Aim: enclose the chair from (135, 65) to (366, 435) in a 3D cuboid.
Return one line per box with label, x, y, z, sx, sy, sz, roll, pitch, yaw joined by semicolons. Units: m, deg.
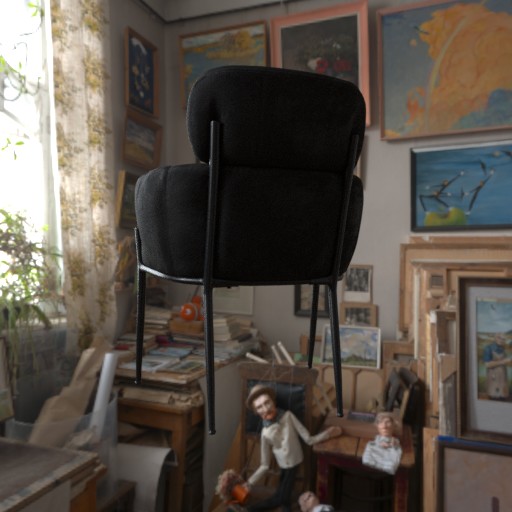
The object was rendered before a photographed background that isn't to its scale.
chair;0.000;0.000;1.244;0.640;0.818;0.604;0;0;-19
